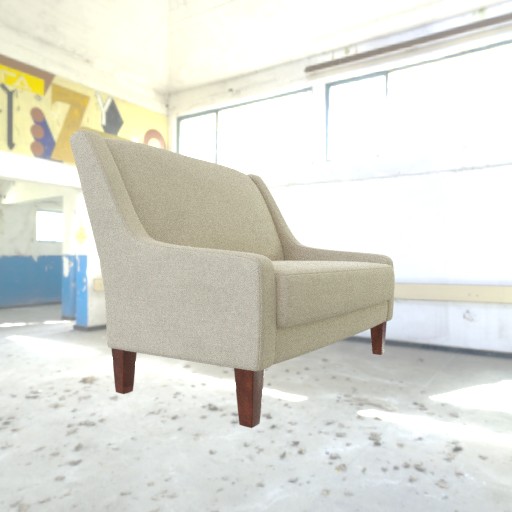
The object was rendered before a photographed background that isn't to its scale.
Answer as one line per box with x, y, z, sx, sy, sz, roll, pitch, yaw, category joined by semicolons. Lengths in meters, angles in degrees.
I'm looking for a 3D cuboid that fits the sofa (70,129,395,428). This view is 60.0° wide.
0.000;0.000;1.945;0.946;0.976;1.212;0;0;34;sofa
